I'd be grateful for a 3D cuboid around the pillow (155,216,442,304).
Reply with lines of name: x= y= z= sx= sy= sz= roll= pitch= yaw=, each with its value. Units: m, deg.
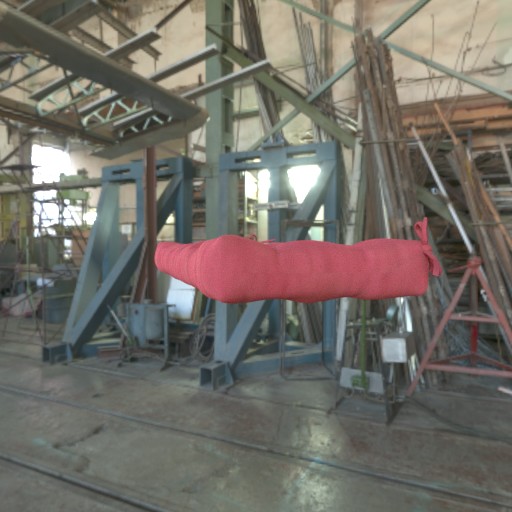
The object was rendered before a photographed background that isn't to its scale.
pillow: x=0.000 y=0.000 z=1.340 sx=0.511 sy=0.174 sz=1.194 roll=0 pitch=1 yaw=-18
